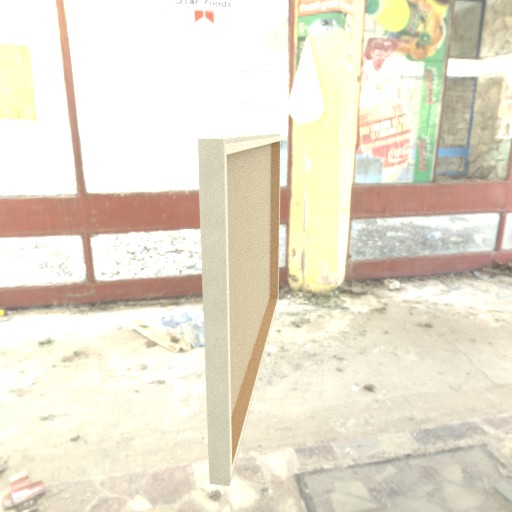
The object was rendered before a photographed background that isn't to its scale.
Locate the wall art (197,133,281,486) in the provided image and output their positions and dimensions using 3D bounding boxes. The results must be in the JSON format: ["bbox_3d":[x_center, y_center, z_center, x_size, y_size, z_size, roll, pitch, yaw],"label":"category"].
[{"bbox_3d":[0.000,0.000,1.159,0.038,0.610,0.915,2,16,8],"label":"wall art"}]
